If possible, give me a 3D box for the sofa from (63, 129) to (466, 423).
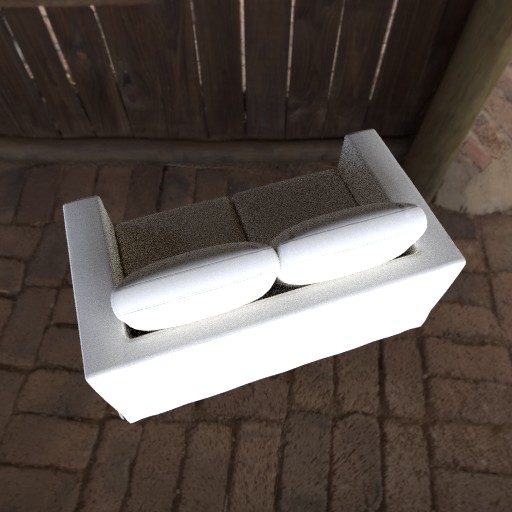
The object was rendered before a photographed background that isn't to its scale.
[{"bbox_3d":[0.000,0.000,2.374,1.813,0.932,1.009,-16,59,-10],"label":"sofa"}]
